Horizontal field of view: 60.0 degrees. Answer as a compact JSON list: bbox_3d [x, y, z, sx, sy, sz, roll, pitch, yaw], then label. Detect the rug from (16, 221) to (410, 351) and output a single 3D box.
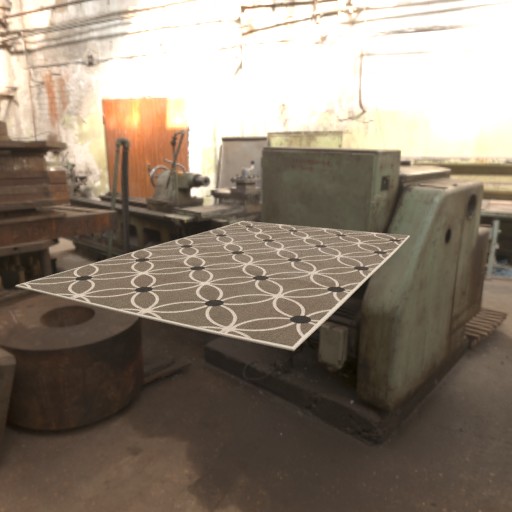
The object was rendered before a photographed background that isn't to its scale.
[{"bbox_3d":[0.000,0.000,2.830,1.522,0.008,2.284,7,16,27],"label":"rug"}]
